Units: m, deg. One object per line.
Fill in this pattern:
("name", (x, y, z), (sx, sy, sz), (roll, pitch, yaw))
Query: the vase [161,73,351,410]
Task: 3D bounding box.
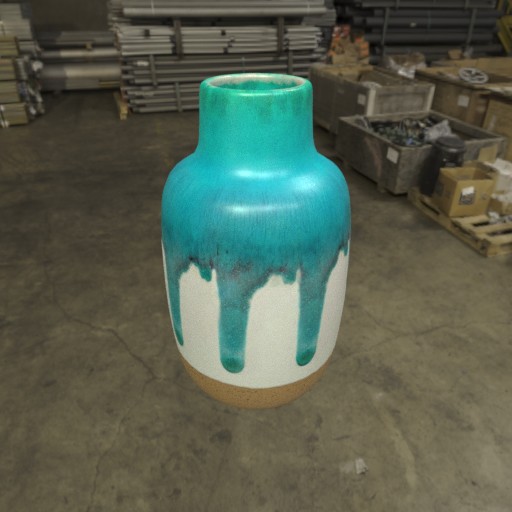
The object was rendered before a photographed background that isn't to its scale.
("vase", (0.000, 0.000, 0.258), (0.106, 0.192, 0.106), (0, 31, 0))
